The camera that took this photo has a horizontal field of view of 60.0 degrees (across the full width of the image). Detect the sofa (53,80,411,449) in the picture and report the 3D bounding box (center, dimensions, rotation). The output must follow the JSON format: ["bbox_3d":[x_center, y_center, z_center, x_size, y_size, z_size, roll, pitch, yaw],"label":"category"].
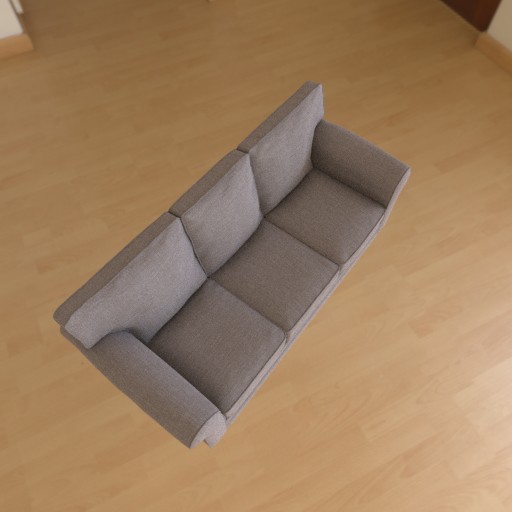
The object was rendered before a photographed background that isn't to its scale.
[{"bbox_3d":[0.000,0.000,2.629,0.916,0.961,2.084,34,65,18],"label":"sofa"}]
